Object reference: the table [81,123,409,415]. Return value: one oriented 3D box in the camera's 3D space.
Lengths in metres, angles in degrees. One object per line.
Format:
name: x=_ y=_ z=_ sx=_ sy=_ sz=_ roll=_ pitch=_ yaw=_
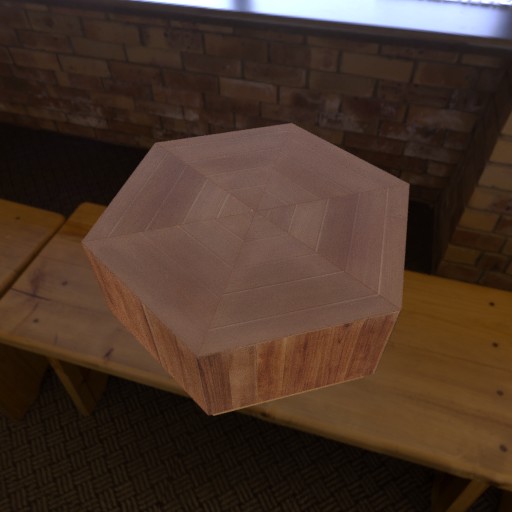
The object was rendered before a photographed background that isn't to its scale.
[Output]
table: x=0.000 y=0.000 z=1.682 sx=1.154 sy=0.456 sz=1.000 roll=-11 pitch=49 yaw=-10
